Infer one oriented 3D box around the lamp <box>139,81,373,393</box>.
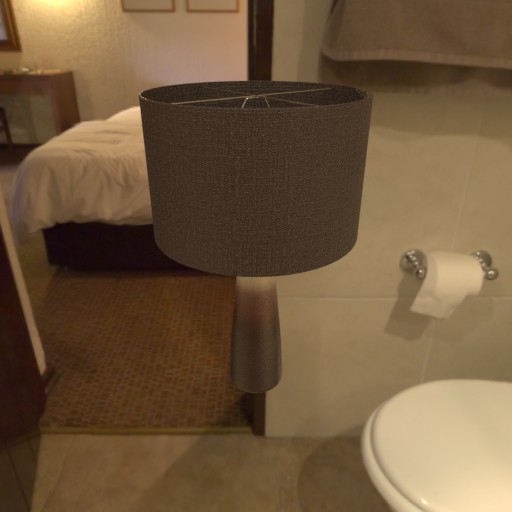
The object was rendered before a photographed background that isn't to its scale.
[{"bbox_3d":[0.000,0.000,0.697,0.303,0.488,0.303,0,27,0],"label":"lamp"}]
